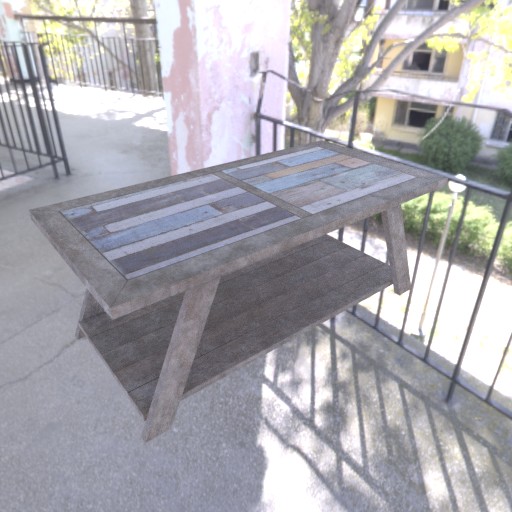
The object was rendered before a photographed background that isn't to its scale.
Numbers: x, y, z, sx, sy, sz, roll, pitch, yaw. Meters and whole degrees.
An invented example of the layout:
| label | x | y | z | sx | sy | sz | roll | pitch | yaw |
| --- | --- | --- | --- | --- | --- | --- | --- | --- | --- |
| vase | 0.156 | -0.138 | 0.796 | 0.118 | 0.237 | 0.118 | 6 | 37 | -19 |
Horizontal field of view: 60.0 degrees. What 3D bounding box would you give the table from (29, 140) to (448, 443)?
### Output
| label | x | y | z | sx | sy | sz | roll | pitch | yaw |
| --- | --- | --- | --- | --- | --- | --- | --- | --- | --- |
| table | 0.000 | 0.000 | 1.536 | 1.219 | 0.470 | 0.610 | -21 | 36 | -32 |
